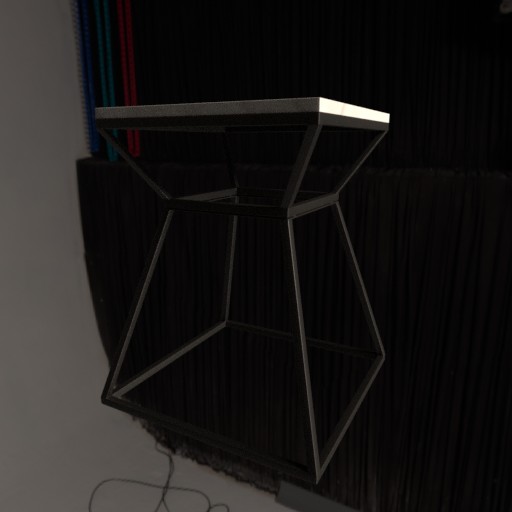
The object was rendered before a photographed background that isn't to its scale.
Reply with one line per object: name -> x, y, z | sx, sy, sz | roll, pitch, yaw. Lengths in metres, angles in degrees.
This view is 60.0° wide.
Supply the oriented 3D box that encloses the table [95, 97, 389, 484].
table -> 0.000, 0.000, 0.899 | 0.455, 0.559, 0.455 | 8, 16, 27
